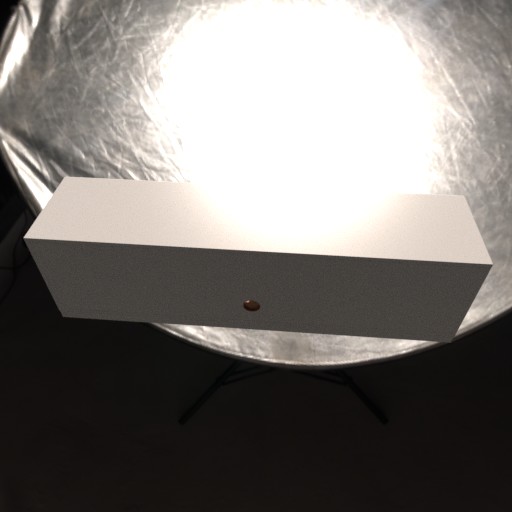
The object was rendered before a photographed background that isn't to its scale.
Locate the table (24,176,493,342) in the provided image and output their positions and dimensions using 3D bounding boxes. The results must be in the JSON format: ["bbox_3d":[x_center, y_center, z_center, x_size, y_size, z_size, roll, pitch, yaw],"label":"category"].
[{"bbox_3d":[0.000,0.000,1.754,1.550,0.440,0.400,3,45,3],"label":"table"}]
